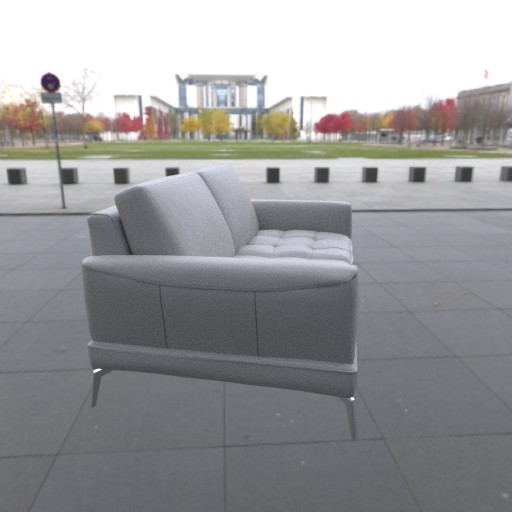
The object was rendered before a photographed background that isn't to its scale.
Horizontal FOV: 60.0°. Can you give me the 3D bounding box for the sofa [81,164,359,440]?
[{"bbox_3d":[0.000,0.000,2.487,1.121,0.930,1.819,3,15,11],"label":"sofa"}]
